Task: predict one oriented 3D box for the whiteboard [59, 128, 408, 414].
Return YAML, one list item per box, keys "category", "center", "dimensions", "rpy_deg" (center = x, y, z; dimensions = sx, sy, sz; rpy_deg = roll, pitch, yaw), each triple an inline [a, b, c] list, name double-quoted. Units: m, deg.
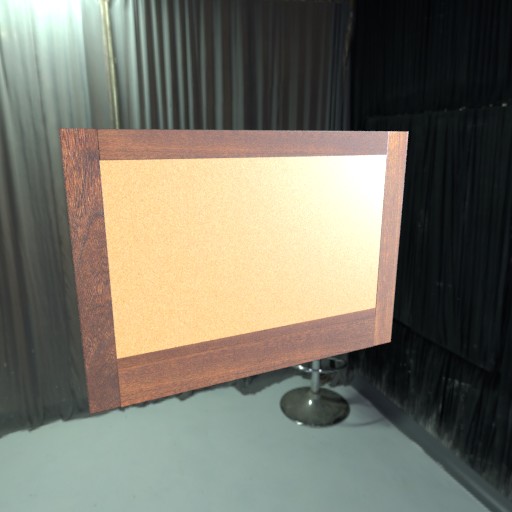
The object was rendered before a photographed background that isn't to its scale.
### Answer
- category: "whiteboard"
  center: [0.000, 0.000, 1.026]
  dimensions: [0.783, 0.559, 0.083]
  rpy_deg: [-7, 16, -24]
